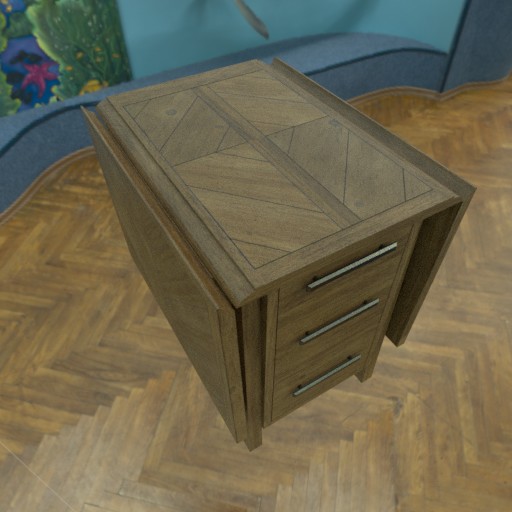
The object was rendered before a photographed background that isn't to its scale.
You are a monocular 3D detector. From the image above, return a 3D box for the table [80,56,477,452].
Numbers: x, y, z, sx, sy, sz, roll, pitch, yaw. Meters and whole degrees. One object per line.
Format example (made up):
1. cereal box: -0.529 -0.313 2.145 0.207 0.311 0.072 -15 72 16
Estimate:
1. table: 0.000 0.000 1.277 0.591 0.763 0.746 -24 51 -21
